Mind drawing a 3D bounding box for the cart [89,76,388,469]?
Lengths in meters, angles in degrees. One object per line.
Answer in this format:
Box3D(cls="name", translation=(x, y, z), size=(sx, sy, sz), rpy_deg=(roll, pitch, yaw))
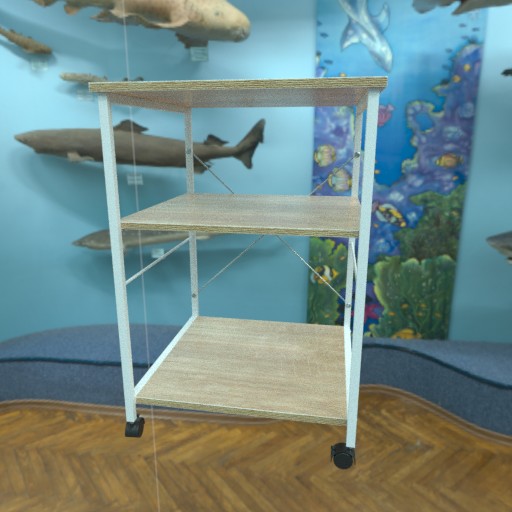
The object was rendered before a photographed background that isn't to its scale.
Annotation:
Box3D(cls="cart", translation=(0.000, 0.000, 1.101), size=(0.521, 0.762, 0.520), rpy_deg=(3, 16, 10))
